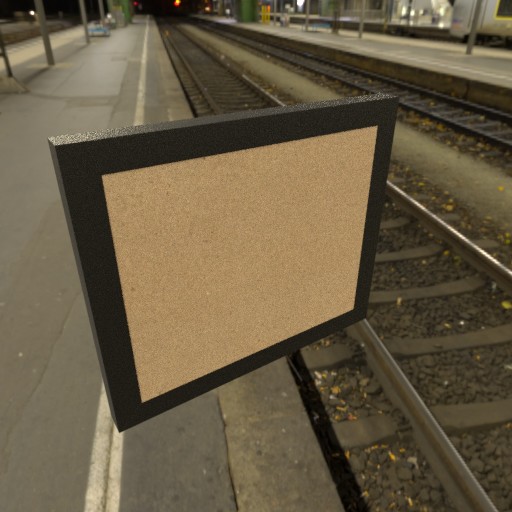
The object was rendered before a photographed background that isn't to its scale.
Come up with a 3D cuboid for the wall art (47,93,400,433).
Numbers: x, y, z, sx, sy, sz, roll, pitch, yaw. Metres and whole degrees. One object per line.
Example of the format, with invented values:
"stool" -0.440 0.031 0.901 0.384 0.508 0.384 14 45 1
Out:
"wall art" 0.000 0.000 0.513 0.381 0.321 0.028 -18 34 -28
